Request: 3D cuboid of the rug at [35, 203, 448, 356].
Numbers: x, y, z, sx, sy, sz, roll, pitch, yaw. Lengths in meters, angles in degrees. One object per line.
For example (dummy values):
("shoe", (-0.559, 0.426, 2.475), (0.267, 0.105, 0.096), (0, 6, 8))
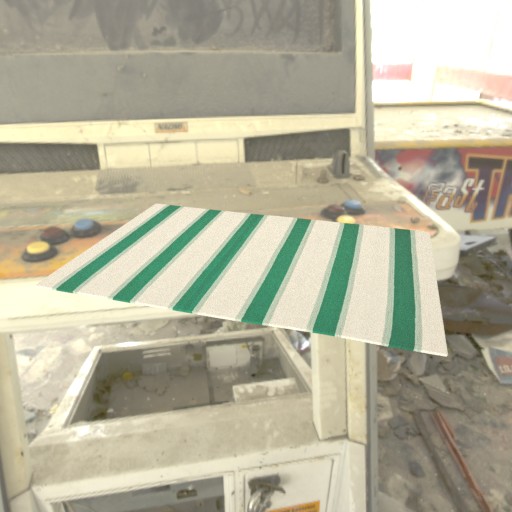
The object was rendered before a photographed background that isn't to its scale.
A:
("rug", (0.000, 0.000, 2.387), (1.829, 0.012, 1.210), (7, 27, 15))
